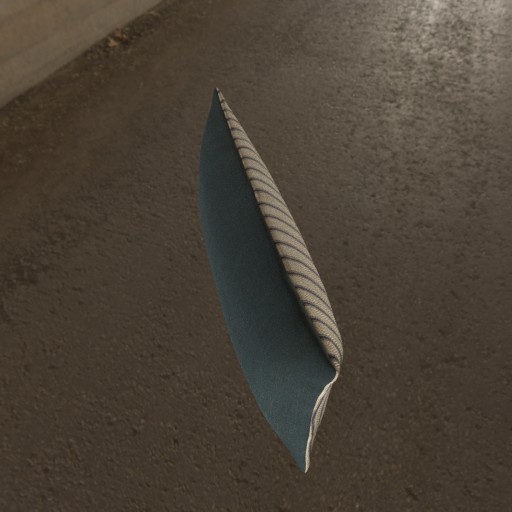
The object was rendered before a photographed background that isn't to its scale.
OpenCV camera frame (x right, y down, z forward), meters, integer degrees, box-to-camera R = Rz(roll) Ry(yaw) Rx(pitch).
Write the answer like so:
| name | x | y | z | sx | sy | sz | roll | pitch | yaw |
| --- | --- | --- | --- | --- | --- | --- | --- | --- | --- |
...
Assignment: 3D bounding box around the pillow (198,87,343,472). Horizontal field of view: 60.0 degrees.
| name | x | y | z | sx | sy | sz | roll | pitch | yaw |
| --- | --- | --- | --- | --- | --- | --- | --- | --- | --- |
| pillow | 0.000 | 0.000 | 0.742 | 0.151 | 0.305 | 0.609 | -11 | 47 | -10 |
